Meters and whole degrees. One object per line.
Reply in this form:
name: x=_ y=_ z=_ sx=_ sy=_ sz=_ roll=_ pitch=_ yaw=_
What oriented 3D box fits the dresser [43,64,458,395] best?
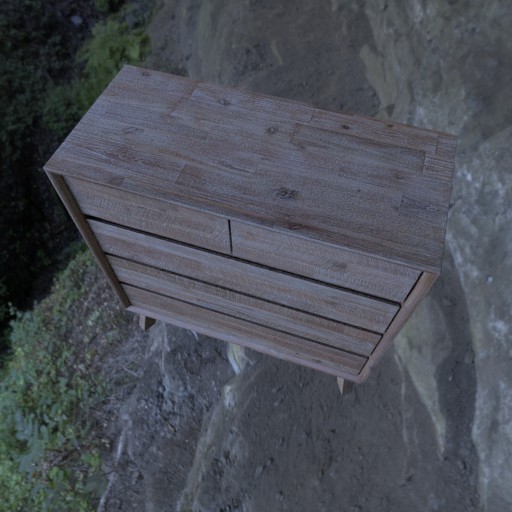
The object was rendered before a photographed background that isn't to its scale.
dresser: x=0.000 y=0.000 z=1.598 sx=0.998 sy=1.029 sz=0.455 roll=16 pitch=59 yaw=10
